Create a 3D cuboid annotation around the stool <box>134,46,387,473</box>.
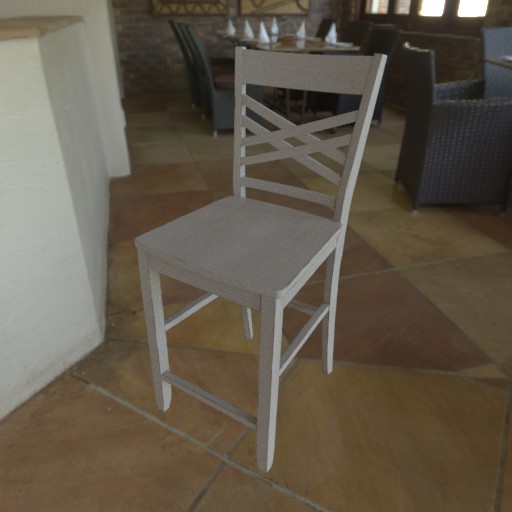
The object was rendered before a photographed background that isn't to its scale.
[{"bbox_3d":[0.000,0.000,1.309,0.462,1.079,0.539,18,34,29],"label":"stool"}]
